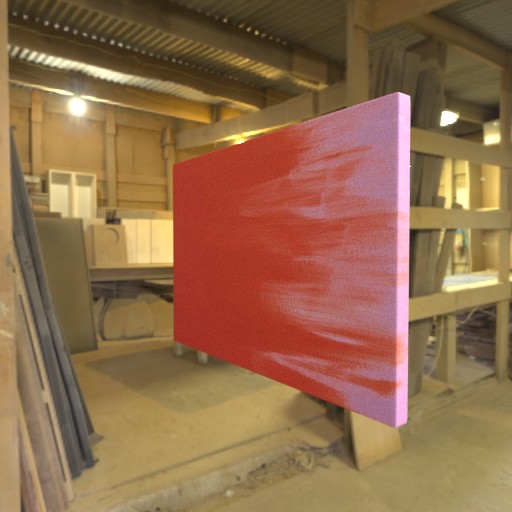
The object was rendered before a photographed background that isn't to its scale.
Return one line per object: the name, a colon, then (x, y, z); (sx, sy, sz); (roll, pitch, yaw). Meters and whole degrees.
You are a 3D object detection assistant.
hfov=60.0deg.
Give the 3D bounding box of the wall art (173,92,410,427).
wall art: (0.000, 0.000, 1.177); (0.040, 0.609, 0.913); (-1, 2, -36)
